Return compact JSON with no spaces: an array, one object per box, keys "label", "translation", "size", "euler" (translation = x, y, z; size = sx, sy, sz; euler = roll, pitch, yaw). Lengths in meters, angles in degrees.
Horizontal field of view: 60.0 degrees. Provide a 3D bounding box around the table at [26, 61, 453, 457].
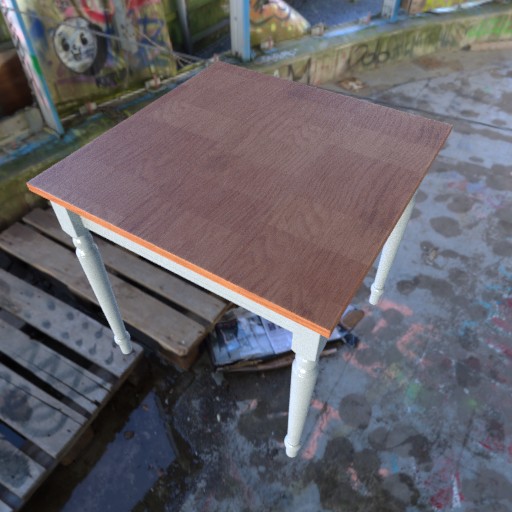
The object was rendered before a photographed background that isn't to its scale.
[{"label":"table","translation":[0.000,0.000,1.341],"size":[0.747,0.738,0.747],"euler":[24,52,21]}]
